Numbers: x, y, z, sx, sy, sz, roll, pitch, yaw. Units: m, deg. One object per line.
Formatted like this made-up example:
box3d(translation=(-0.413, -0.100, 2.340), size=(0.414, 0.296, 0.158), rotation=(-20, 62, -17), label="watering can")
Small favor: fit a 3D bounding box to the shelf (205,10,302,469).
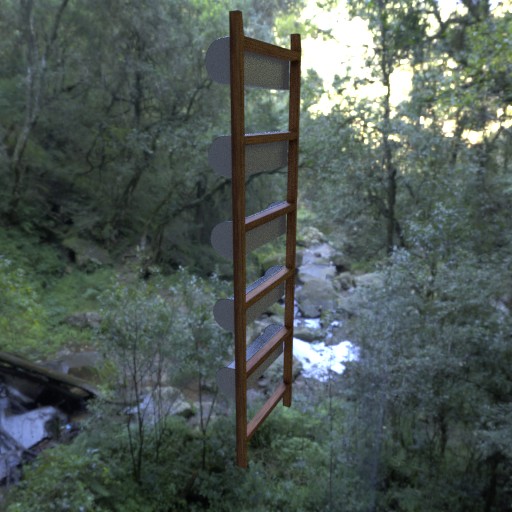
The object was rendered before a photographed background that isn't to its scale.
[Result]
box3d(translation=(0.000, 0.000, 1.709), size=(0.141, 1.600, 0.454), rotation=(9, 20, 27), label="shelf")
